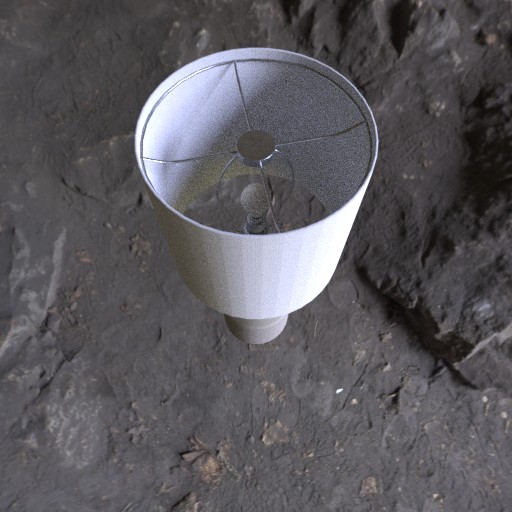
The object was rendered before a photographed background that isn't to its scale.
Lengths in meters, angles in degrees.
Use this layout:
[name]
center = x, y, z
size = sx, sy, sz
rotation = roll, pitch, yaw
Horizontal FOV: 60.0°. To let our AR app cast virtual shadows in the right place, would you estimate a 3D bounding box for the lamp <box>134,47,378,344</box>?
[lamp]
center = 0.000, 0.000, 0.607
size = 0.212, 0.493, 0.212
rotation = -11, 64, -5
